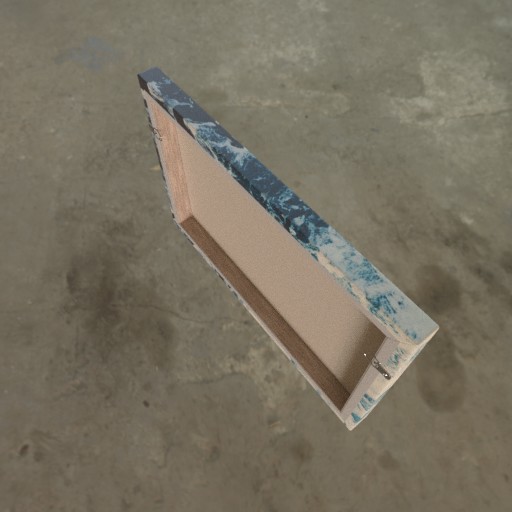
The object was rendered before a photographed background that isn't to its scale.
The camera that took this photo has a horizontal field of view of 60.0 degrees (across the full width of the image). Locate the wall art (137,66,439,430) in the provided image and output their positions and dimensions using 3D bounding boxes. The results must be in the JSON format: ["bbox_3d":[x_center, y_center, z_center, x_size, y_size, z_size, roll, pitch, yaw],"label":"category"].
[{"bbox_3d":[0.000,0.000,0.782,0.043,0.407,0.609,-33,62,-20],"label":"wall art"}]
